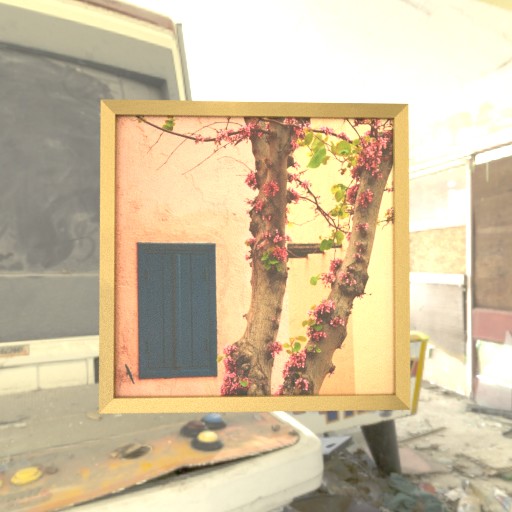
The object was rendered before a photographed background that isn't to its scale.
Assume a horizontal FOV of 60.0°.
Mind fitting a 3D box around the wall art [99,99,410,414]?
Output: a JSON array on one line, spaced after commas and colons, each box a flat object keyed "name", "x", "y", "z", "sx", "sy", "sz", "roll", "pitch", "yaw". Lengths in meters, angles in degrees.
[{"name": "wall art", "x": 0.000, "y": 0.000, "z": 0.454, "sx": 0.304, "sy": 0.305, "sz": 0.038, "roll": 0, "pitch": -1, "yaw": -2}]
